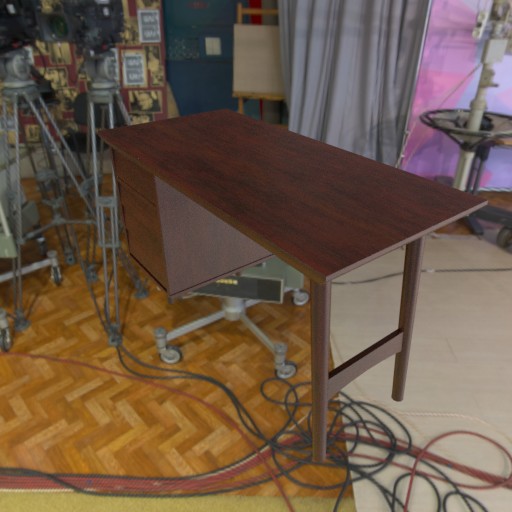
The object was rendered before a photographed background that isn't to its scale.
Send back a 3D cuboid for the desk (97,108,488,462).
[{"bbox_3d":[0.000,0.000,1.673,0.612,0.758,1.277,-22,38,-31],"label":"desk"}]
